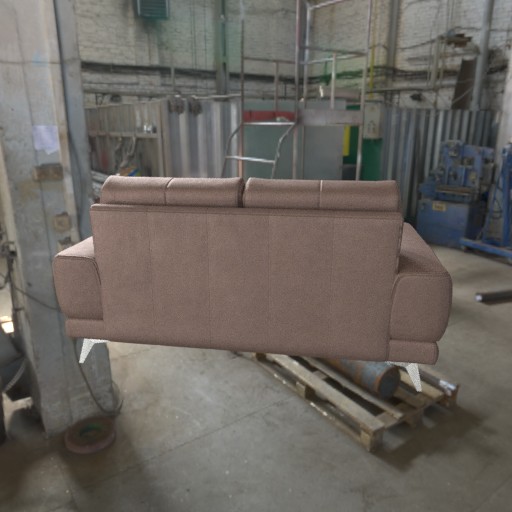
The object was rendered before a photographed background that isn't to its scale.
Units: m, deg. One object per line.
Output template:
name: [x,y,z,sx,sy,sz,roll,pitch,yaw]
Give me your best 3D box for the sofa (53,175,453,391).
sofa: [0.000,0.000,2.400,1.806,0.907,1.018,2,17,8]
